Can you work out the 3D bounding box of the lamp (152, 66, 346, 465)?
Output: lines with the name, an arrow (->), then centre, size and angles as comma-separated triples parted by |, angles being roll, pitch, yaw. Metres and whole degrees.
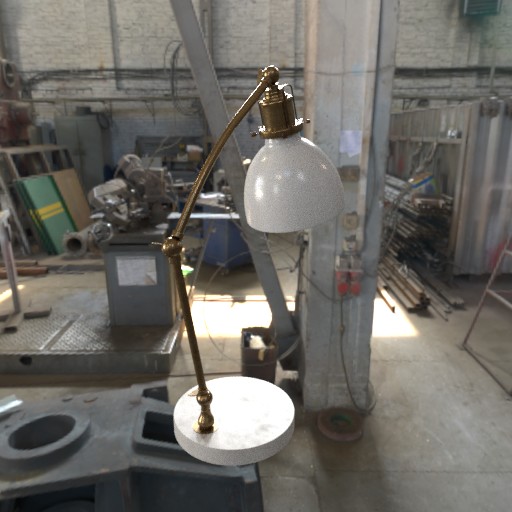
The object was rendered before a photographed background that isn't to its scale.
lamp -> 0.000, 0.000, 0.653 | 0.317, 0.522, 0.186 | -15, 22, -43
